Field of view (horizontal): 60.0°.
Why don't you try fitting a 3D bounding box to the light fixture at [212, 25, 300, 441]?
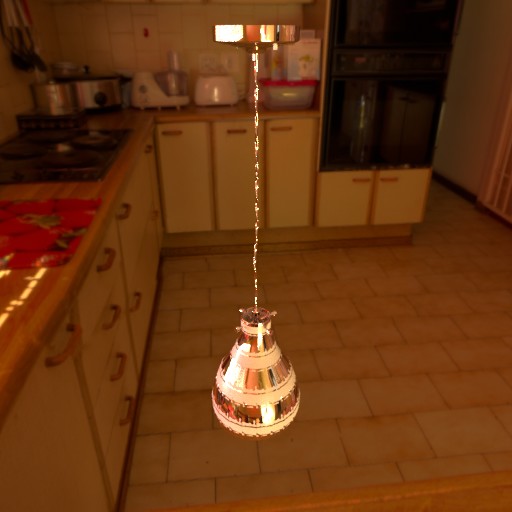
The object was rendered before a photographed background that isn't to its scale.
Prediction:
[{"bbox_3d":[0.000,0.000,1.581,0.374,1.457,0.374,-18,32,-32],"label":"light fixture"}]
